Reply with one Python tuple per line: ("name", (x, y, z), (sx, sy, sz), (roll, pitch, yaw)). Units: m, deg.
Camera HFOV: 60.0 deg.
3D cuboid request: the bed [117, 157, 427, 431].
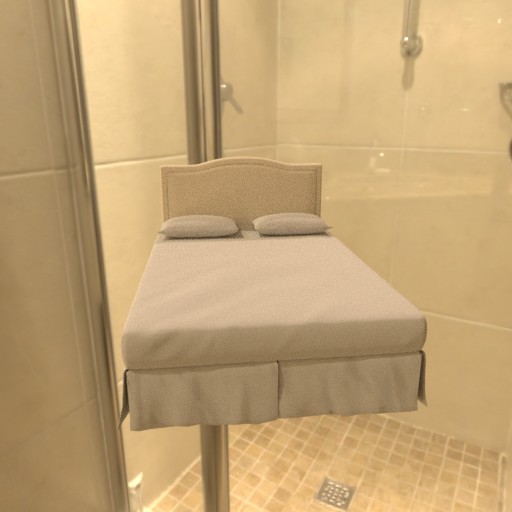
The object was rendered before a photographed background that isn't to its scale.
("bed", (0.000, 0.000, 3.707), (1.977, 1.437, 2.477), (-2, 17, -7))
